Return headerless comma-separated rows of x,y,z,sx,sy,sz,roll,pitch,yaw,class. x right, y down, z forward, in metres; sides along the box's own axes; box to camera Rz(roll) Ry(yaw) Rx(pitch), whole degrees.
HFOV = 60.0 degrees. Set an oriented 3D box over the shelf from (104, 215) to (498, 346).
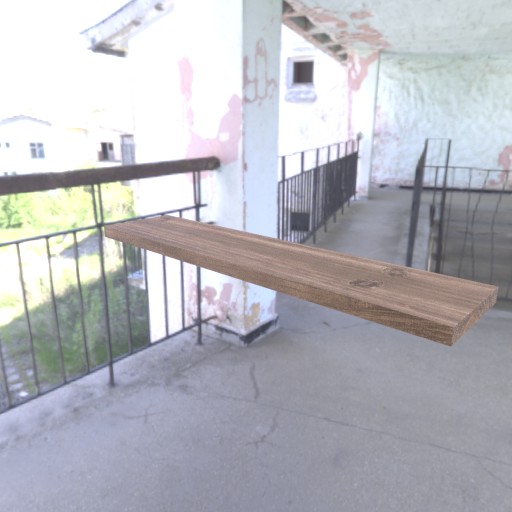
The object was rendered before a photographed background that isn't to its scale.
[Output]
0.000,0.000,0.648,0.610,0.020,0.140,15,22,40,shelf
